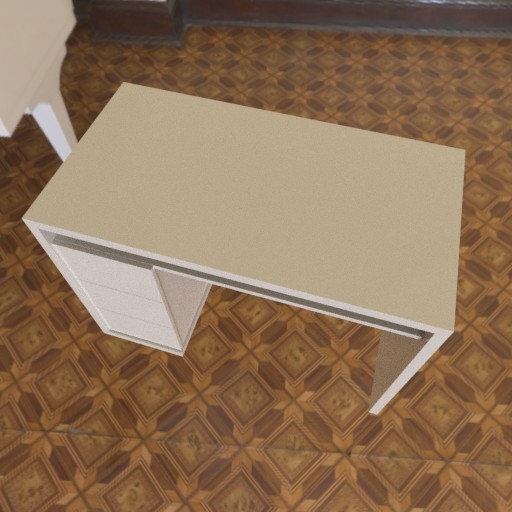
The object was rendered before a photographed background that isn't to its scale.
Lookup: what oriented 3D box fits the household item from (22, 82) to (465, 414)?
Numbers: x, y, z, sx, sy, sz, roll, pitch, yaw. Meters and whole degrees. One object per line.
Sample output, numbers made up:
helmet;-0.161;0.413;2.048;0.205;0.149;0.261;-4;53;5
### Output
household item;0.000;0.000;1.540;1.100;0.749;0.597;14;58;9
